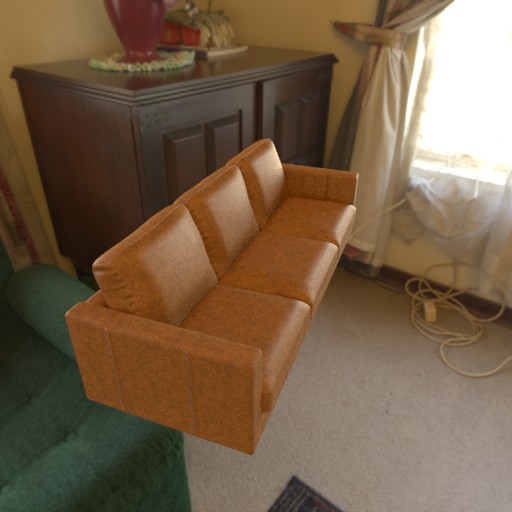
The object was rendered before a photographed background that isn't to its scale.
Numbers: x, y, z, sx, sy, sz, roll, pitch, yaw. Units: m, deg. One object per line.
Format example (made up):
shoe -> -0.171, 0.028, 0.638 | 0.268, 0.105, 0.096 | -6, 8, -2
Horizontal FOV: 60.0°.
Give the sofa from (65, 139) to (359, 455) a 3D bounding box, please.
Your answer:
sofa -> 0.000, 0.000, 2.762 | 0.903, 0.930, 2.231 | 11, 32, 18
